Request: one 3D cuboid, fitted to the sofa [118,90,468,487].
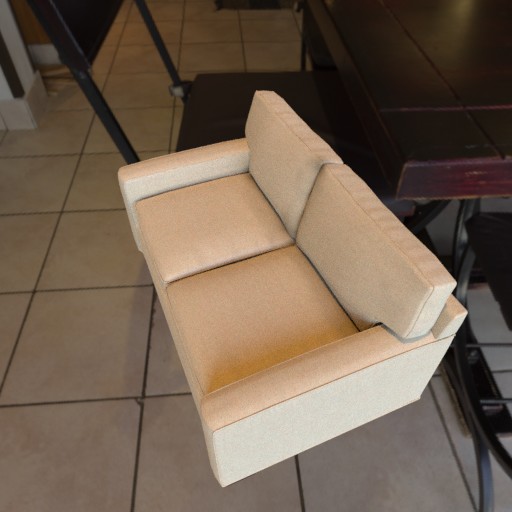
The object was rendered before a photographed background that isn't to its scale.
[{"bbox_3d":[0.000,0.000,2.008,0.942,0.853,1.484,-17,49,-16],"label":"sofa"}]
